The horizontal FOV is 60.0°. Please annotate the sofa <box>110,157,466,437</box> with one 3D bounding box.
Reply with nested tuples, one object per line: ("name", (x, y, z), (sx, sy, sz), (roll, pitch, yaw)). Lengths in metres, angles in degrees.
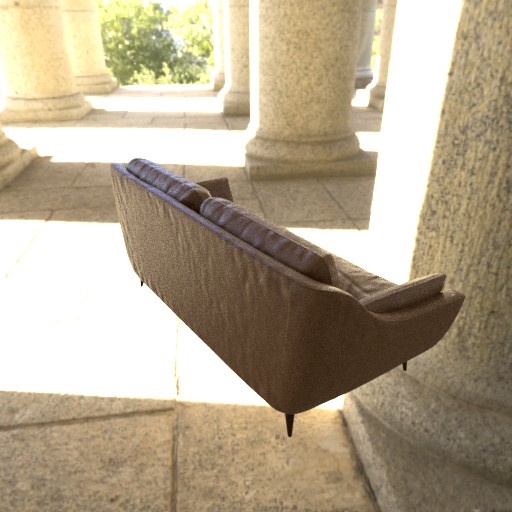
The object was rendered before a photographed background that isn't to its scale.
("sofa", (0.000, 0.000, 2.389), (0.904, 0.839, 1.902), (-19, 33, -32))
